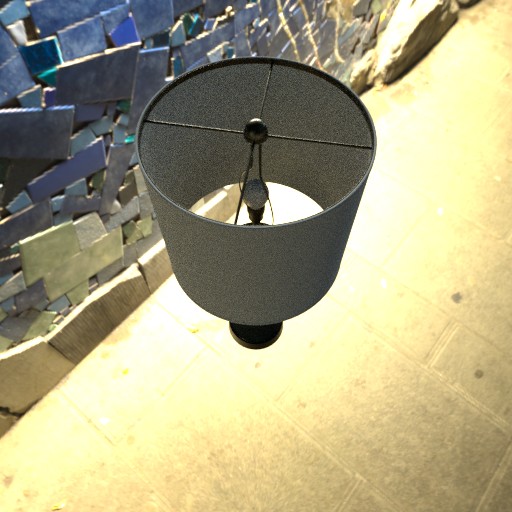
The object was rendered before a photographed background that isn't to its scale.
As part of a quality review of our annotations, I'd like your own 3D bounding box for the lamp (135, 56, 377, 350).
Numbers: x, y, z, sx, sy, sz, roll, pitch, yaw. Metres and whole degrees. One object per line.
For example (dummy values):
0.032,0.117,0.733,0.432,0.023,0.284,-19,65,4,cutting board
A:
0.000,0.000,0.811,0.301,0.630,0.301,-31,64,-18,lamp
